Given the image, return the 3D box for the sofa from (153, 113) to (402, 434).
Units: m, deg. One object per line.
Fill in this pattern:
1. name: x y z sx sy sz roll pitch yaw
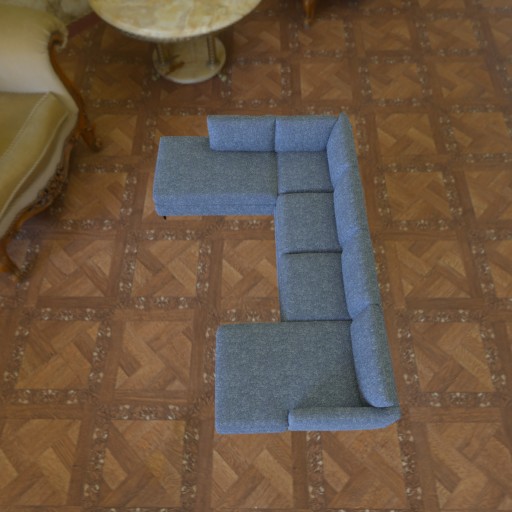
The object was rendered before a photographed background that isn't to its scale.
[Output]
1. sofa: 0.000 0.000 3.709 1.879 0.756 2.737 -1 60 0
